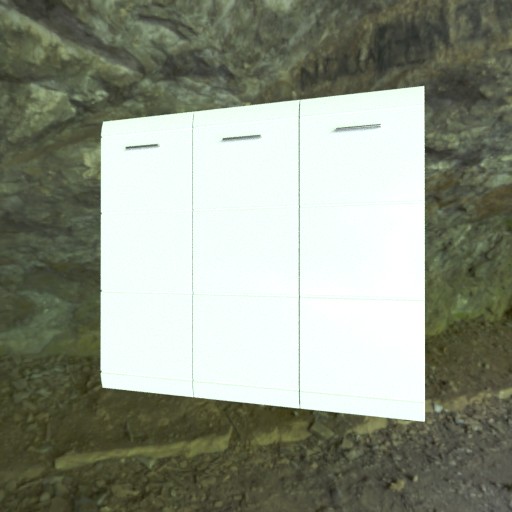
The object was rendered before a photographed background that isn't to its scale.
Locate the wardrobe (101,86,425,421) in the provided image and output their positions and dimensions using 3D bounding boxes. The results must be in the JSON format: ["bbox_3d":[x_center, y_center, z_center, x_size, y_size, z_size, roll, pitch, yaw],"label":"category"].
[{"bbox_3d":[0.000,0.000,1.904,1.340,1.200,0.360,0,0,18],"label":"wardrobe"}]
